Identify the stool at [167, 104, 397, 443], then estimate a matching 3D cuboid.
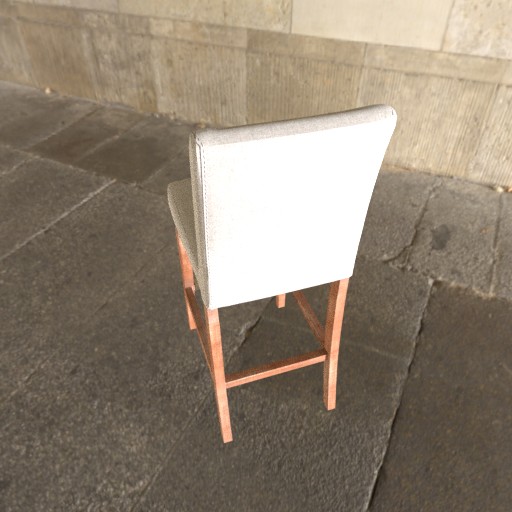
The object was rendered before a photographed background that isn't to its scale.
[{"bbox_3d":[0.000,0.000,1.378,0.439,1.088,0.570,-12,42,-14],"label":"stool"}]
